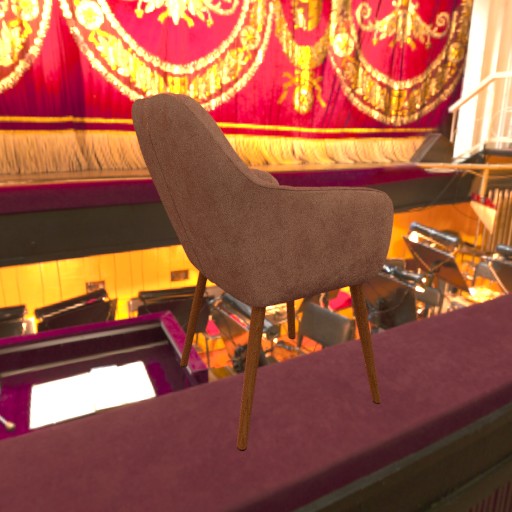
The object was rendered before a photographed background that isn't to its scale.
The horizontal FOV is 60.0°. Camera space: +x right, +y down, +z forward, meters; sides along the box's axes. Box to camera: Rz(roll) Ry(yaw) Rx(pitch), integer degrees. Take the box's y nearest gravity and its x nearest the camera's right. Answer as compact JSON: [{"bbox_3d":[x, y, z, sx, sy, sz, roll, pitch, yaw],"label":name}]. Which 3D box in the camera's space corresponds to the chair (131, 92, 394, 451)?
[{"bbox_3d":[0.000,0.000,1.246,0.570,0.832,0.610,-8,18,-26],"label":"chair"}]
